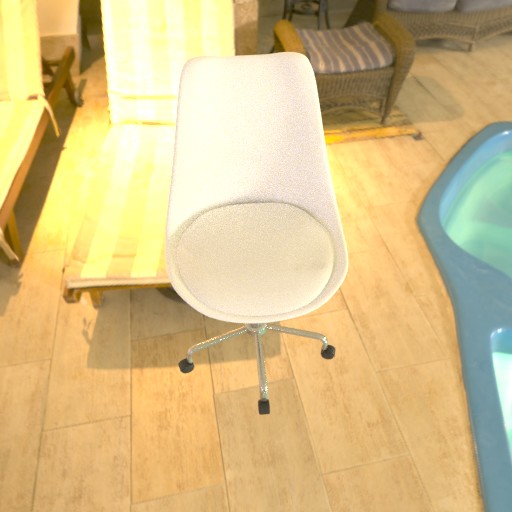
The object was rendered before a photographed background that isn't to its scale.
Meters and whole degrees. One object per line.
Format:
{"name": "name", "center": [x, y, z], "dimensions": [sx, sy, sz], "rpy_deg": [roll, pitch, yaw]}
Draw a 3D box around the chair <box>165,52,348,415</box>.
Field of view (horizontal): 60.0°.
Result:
{"name": "chair", "center": [0.000, 0.000, 1.264], "dimensions": [0.550, 0.930, 0.550], "rpy_deg": [-4, 47, -4]}
